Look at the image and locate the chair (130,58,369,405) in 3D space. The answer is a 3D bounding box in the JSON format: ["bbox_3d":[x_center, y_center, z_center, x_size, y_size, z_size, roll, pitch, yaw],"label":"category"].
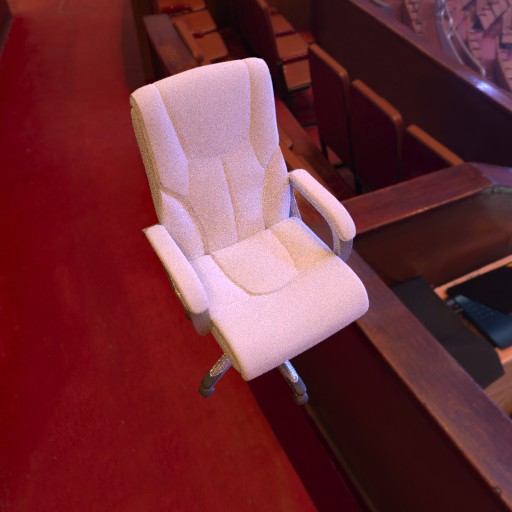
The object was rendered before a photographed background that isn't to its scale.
[{"bbox_3d":[0.000,0.000,1.611,0.687,1.120,0.738,-25,52,-21],"label":"chair"}]
